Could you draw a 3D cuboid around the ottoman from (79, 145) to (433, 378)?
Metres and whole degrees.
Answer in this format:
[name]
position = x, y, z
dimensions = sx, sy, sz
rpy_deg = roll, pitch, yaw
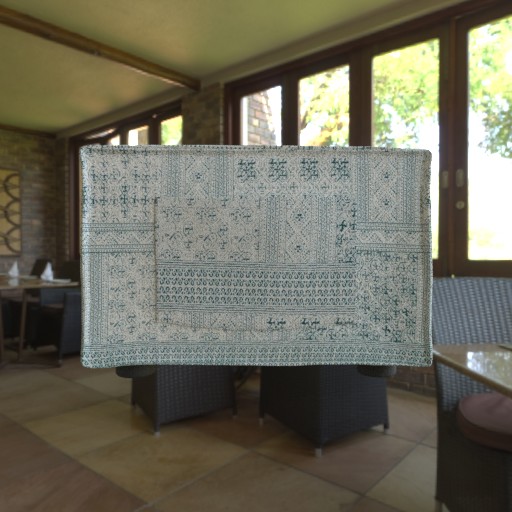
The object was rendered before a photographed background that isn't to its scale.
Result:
[ottoman]
position = 0.000, 0.000, 1.052
dimensions = 0.617, 0.439, 0.626
rpy_deg = 0, 1, -1
